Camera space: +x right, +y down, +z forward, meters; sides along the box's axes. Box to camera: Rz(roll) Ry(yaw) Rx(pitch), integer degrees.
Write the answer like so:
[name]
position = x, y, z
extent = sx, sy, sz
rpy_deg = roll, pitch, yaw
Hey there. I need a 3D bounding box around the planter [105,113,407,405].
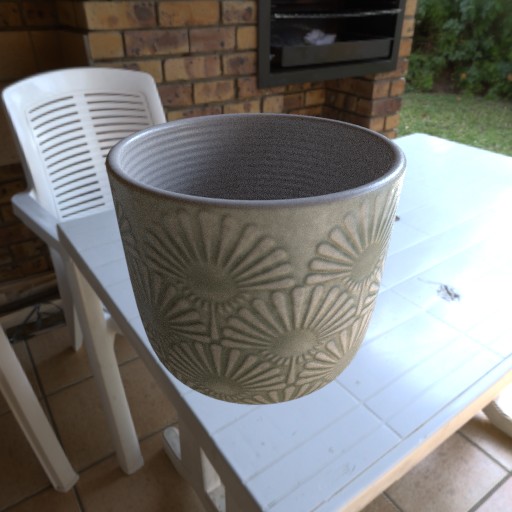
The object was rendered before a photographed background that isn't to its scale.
[planter]
position = 0.000, 0.000, 0.217
extent = 0.124, 0.109, 0.124
rpy_deg = 0, 31, 0
